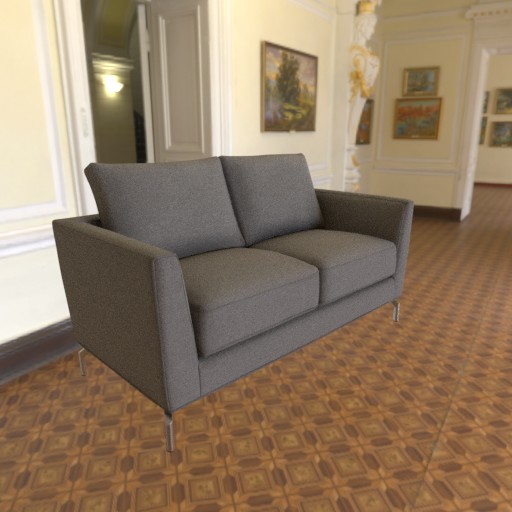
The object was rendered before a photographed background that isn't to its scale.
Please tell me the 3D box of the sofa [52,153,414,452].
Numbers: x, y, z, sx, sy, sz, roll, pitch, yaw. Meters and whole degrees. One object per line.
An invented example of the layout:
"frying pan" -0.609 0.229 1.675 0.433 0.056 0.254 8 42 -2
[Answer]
"sofa" 0.000 0.000 2.138 1.594 0.924 0.803 -15 21 -42
